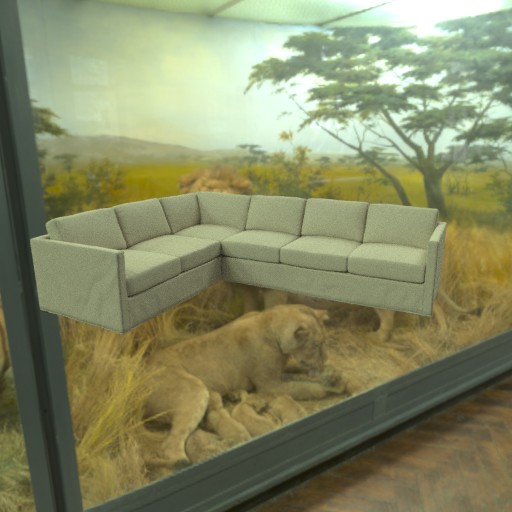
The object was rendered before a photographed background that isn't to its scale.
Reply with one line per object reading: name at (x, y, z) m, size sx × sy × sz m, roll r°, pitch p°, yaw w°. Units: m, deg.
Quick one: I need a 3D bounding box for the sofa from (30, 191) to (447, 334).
sofa at (0.000, 0.000, 4.242) m, size 3.182 × 0.871 × 2.432 m, roll 8°, pitch 17°, yaw 26°
